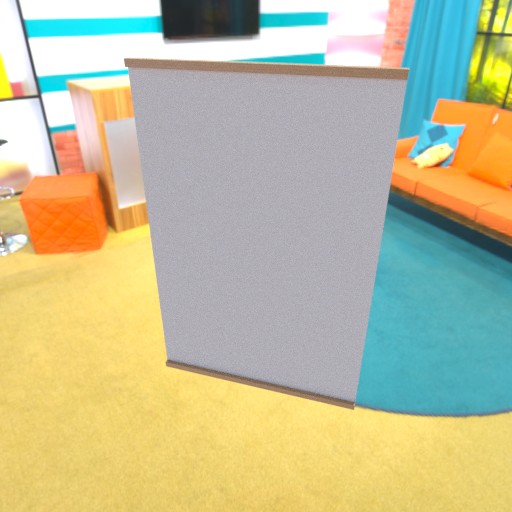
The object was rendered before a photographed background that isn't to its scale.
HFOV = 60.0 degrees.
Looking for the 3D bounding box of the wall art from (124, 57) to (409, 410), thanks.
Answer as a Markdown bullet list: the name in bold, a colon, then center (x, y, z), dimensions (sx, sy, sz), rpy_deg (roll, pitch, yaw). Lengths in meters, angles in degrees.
- **wall art**: center (0.000, 0.000, 0.759), dimensions (0.401, 0.611, 0.016), rpy_deg (9, 31, 15)
